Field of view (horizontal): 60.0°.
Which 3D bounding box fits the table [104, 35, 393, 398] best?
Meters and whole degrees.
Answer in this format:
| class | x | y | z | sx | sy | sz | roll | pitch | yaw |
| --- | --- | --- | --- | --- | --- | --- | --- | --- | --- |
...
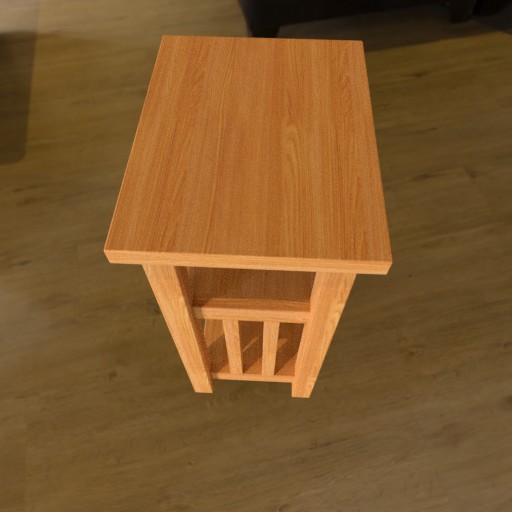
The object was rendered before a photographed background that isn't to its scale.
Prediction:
| class | x | y | z | sx | sy | sz | roll | pitch | yaw |
| --- | --- | --- | --- | --- | --- | --- | --- | --- | --- |
| table | 0.000 | 0.000 | 0.737 | 0.270 | 0.550 | 0.350 | 2 | 58 | 1 |
